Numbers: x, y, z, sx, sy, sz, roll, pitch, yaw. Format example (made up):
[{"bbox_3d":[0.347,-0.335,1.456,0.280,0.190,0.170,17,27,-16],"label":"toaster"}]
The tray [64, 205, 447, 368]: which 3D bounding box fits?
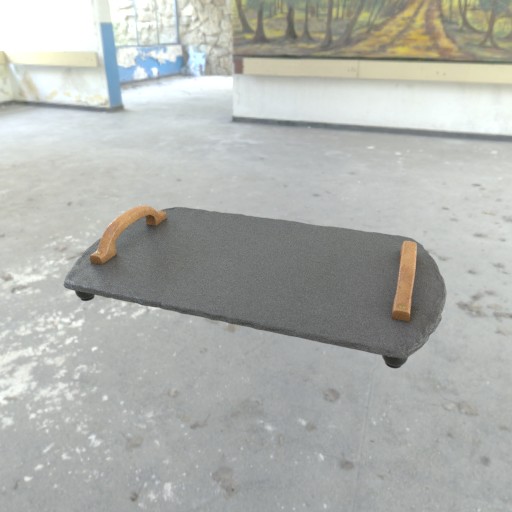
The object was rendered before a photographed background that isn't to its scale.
[{"bbox_3d":[0.000,0.000,0.479,0.387,0.062,0.231,9,28,17],"label":"tray"}]
